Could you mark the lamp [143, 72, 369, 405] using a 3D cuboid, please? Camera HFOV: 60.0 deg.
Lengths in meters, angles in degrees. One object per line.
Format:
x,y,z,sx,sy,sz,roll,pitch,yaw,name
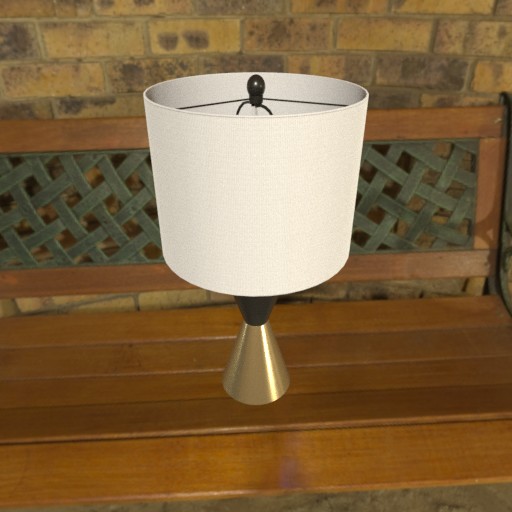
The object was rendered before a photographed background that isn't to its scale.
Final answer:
0.000,0.000,0.748,0.304,0.573,0.304,-19,36,-29,lamp
